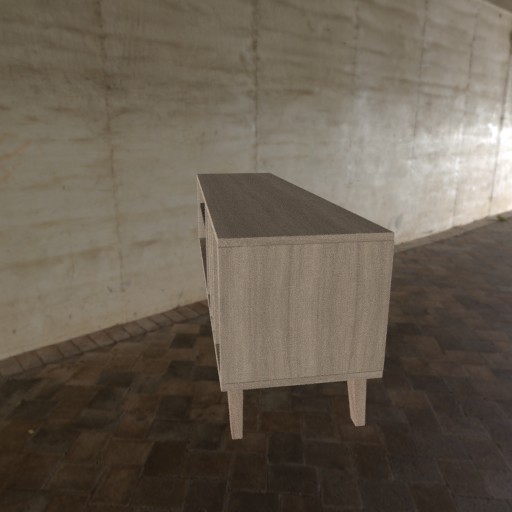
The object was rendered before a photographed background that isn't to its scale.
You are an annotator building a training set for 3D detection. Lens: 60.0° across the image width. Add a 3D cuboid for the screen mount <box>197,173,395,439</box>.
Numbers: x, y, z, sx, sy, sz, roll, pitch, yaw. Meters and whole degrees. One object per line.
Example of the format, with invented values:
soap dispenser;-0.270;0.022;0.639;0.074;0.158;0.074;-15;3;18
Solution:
screen mount;0.000;0.000;1.742;0.401;0.509;1.500;-2;16;-9
